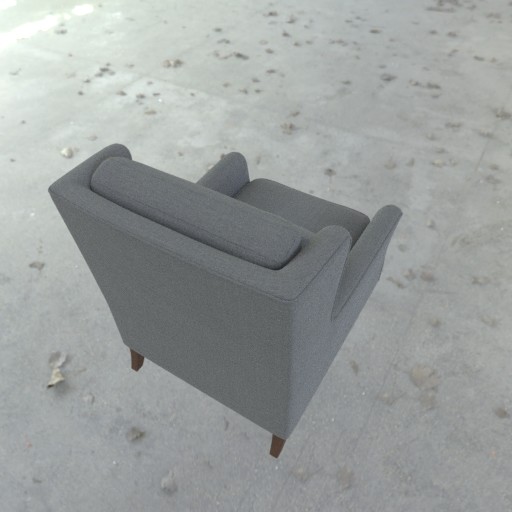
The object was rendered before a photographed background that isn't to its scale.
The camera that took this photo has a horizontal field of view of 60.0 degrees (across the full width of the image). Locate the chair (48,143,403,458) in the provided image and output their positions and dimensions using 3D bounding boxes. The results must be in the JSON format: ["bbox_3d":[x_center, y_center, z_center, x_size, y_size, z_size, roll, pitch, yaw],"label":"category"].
[{"bbox_3d":[0.000,0.000,1.778,0.866,1.056,1.040,24,50,22],"label":"chair"}]
